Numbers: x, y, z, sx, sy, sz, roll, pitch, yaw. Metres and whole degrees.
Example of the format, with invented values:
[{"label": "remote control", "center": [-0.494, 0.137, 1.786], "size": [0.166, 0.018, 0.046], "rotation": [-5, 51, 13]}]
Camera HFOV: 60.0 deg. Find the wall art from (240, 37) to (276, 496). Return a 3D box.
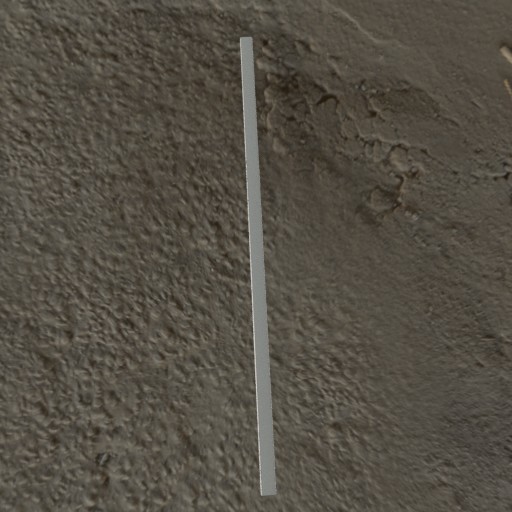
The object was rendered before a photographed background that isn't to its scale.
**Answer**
[{"label": "wall art", "center": [0.000, 0.000, 1.680], "size": [0.044, 0.507, 1.520], "rotation": [-3, 76, -1]}]
